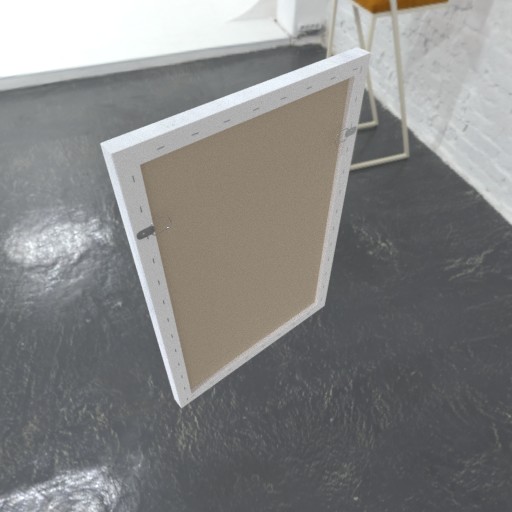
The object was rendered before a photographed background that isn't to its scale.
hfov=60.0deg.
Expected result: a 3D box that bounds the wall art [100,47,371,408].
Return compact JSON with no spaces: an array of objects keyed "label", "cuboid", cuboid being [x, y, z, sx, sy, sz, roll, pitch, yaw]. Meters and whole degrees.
[{"label":"wall art","cuboid":[0.000,0.000,1.180,0.624,0.914,0.043,-31,54,-26]}]
